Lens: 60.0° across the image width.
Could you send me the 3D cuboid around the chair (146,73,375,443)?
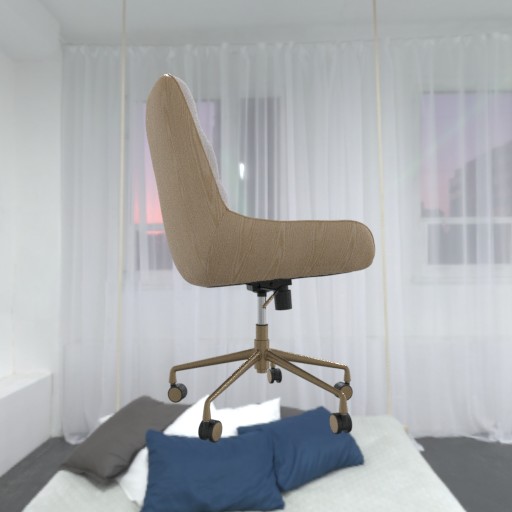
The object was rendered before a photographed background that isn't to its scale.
[{"bbox_3d":[0.000,0.000,1.387,0.668,0.952,0.564,0,-1,-18],"label":"chair"}]
